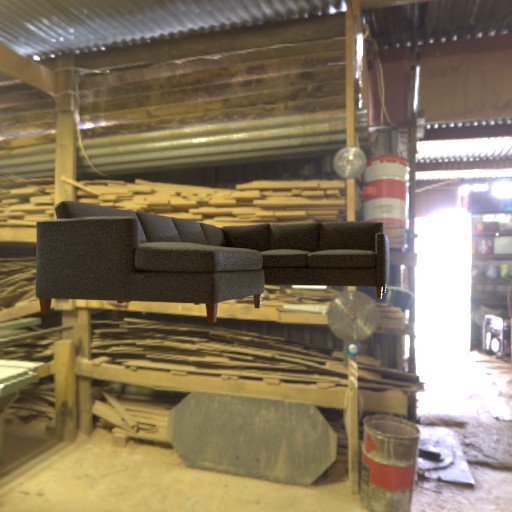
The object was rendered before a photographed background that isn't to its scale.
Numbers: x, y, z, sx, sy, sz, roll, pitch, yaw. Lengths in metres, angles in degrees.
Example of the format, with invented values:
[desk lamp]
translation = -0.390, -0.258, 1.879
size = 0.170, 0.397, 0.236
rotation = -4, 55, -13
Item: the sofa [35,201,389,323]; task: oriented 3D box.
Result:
[sofa]
translation = 0.000, 0.000, 4.721
size = 2.594, 0.961, 3.460
rotation = 0, -1, 19
